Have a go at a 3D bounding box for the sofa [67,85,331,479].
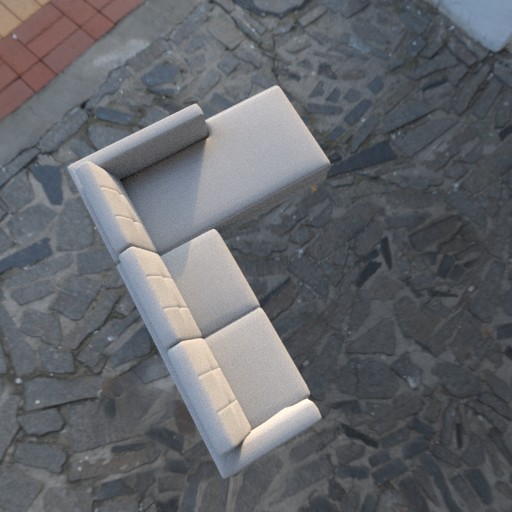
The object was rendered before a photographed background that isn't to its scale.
[{"bbox_3d":[0.000,0.000,2.841,1.530,0.860,2.040,-29,77,-7],"label":"sofa"}]
